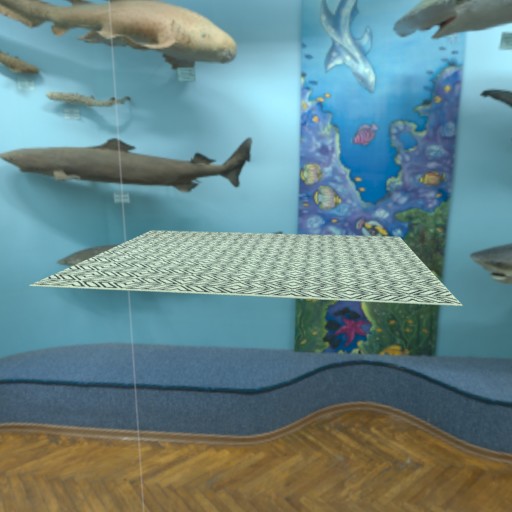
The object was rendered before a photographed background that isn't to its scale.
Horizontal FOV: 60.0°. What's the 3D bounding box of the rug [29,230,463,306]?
[{"bbox_3d":[0.000,0.000,4.232,3.045,0.008,2.421,2,13,8],"label":"rug"}]
